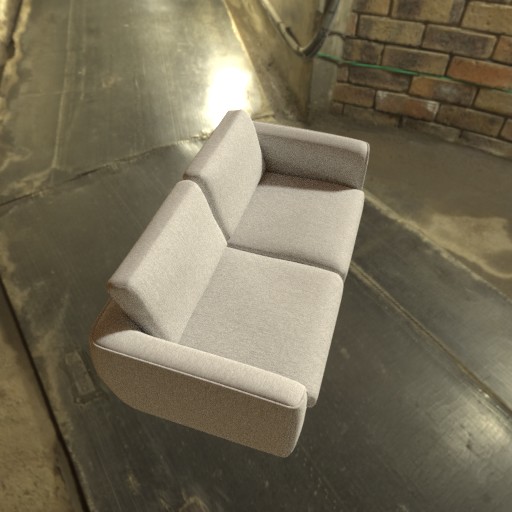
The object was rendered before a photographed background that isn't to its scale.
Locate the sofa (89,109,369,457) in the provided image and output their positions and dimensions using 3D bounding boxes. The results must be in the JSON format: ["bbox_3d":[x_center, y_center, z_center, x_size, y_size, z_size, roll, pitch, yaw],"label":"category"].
[{"bbox_3d":[0.000,0.000,2.241,0.920,0.850,1.700,13,49,12],"label":"sofa"}]
